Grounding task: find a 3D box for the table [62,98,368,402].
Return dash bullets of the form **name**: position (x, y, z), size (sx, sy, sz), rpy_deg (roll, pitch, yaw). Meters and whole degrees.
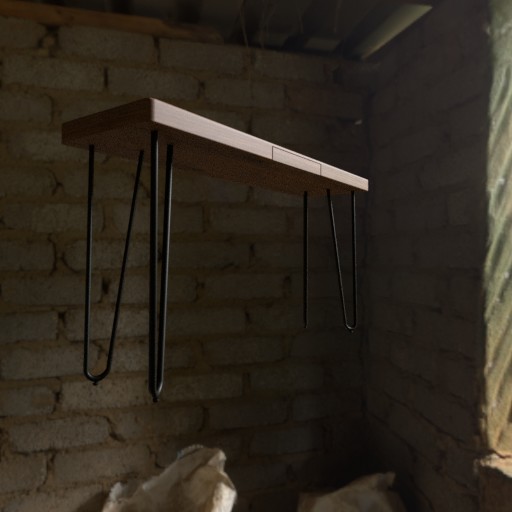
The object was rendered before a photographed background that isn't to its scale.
- **table**: position (0.000, 0.000, 1.920), size (0.425, 0.834, 1.570), rpy_deg (0, 0, 35)
